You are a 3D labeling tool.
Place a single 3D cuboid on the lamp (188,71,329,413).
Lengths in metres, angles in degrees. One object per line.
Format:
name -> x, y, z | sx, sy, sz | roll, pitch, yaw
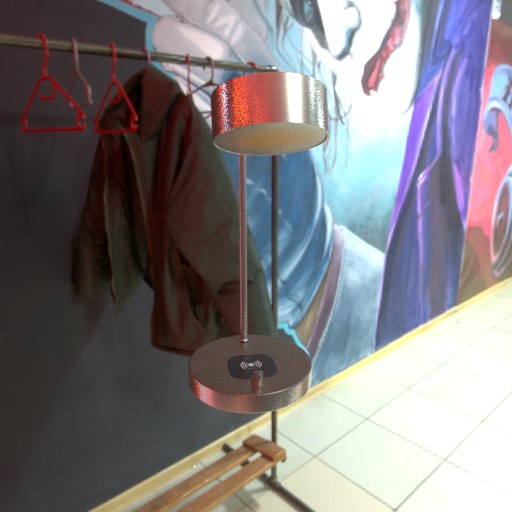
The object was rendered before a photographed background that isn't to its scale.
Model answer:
lamp -> 0.000, 0.000, 0.651 | 0.211, 0.469, 0.334 | -2, 15, -9
